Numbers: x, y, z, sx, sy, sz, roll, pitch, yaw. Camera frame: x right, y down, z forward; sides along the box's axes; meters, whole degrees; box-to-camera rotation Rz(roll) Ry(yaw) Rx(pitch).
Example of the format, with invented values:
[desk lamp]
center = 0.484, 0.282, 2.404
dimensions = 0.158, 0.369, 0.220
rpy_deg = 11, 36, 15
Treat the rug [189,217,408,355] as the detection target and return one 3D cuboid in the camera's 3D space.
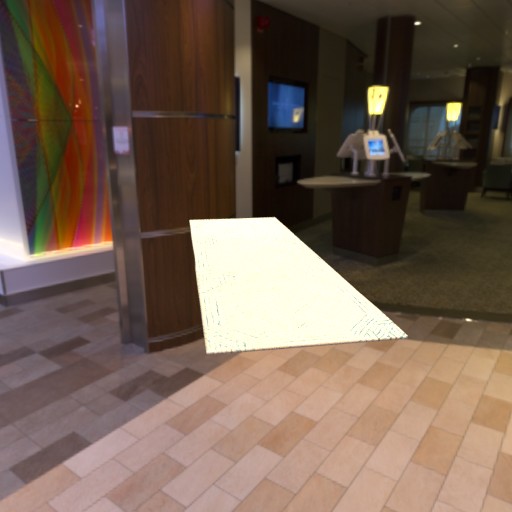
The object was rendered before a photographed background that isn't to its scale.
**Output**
[rug]
center = 0.000, 0.000, 2.792
dimensions = 0.775, 0.012, 2.452
rpy_deg = -3, 16, -9
